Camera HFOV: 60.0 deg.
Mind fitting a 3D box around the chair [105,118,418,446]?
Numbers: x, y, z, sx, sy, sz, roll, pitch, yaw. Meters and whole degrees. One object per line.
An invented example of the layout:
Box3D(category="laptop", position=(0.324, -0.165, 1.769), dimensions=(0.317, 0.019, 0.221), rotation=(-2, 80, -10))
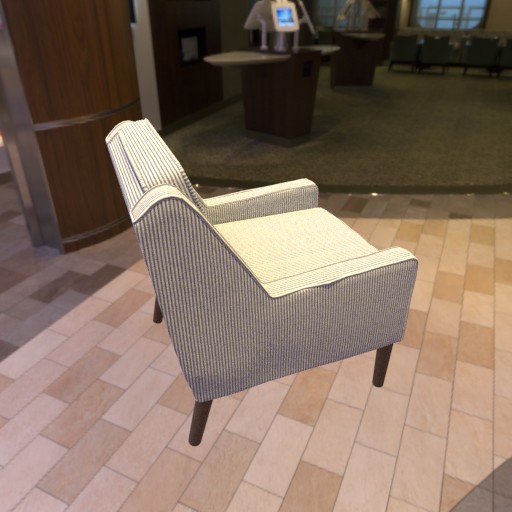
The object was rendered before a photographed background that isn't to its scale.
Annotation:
Box3D(category="chair", position=(0.000, 0.000, 1.375), dimensions=(0.743, 0.792, 0.663), rotation=(-11, 32, -18))
